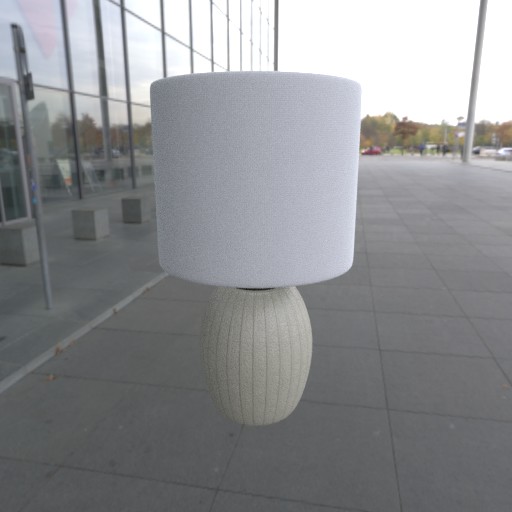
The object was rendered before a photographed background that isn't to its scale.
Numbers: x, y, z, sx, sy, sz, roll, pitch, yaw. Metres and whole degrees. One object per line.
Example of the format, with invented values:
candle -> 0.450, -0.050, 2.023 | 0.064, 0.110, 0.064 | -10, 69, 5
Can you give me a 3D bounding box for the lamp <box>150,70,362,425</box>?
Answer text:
lamp -> 0.000, 0.000, 0.767 | 0.329, 0.570, 0.329 | 7, 15, 26
